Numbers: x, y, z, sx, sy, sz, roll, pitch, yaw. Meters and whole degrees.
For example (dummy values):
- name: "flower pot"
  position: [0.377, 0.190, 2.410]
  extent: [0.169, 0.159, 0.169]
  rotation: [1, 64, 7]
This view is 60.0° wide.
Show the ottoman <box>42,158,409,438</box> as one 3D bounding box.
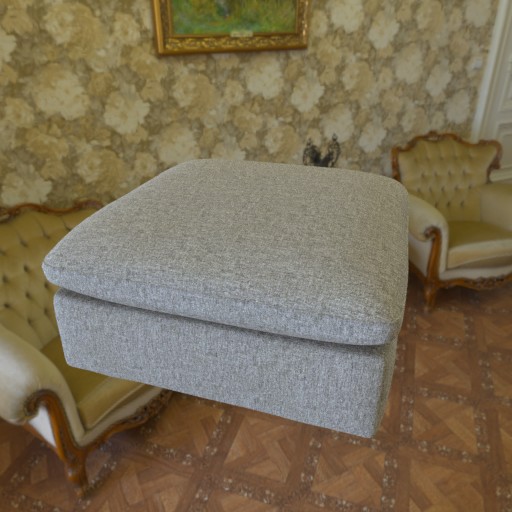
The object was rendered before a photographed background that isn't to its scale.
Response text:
- name: "ottoman"
  position: [0.000, 0.000, 1.618]
  extent: [1.035, 0.526, 1.039]
  rotation: [8, 29, 15]
